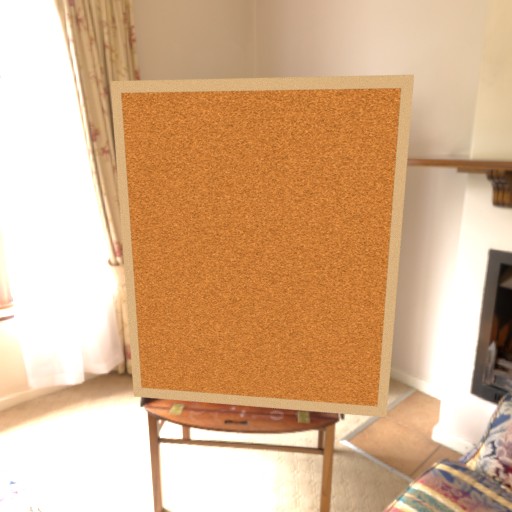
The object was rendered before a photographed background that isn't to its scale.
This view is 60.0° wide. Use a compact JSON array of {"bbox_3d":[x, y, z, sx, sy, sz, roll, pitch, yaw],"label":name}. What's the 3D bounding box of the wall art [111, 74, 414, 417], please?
[{"bbox_3d":[0.000,0.000,0.716,0.444,0.536,0.020,2,14,8],"label":"wall art"}]
